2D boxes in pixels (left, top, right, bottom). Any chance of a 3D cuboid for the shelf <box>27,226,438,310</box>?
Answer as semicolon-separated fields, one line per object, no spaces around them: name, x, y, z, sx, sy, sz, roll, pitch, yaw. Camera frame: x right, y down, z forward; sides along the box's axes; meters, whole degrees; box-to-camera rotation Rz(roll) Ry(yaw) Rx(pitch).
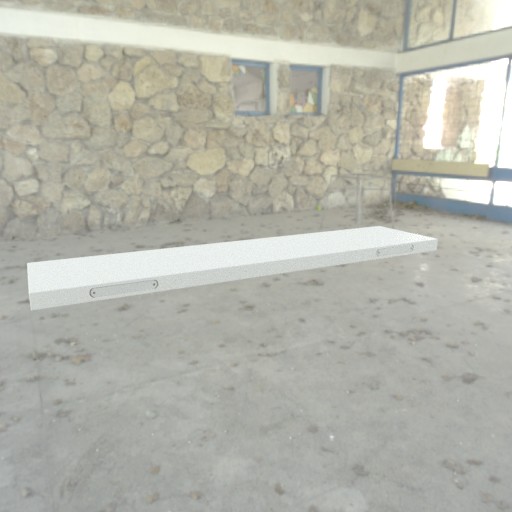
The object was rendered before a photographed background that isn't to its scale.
shelf;0.000;0.000;0.664;0.610;0.020;0.140;-7;16;-26
